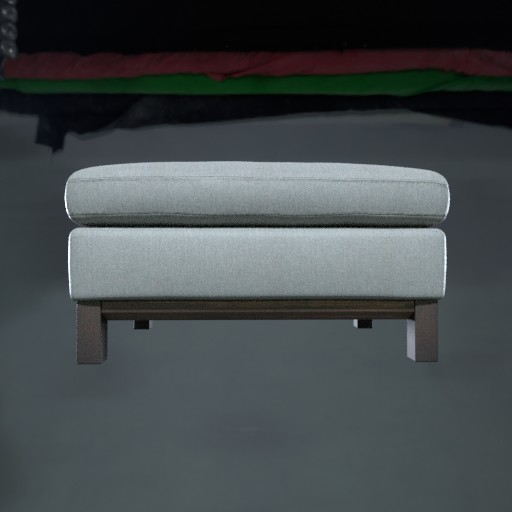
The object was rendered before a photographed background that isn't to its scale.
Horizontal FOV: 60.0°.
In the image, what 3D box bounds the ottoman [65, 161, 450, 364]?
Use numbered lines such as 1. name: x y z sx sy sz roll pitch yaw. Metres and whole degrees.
1. ottoman: 0.000 0.000 1.054 0.735 0.404 0.528 0 -1 -2
